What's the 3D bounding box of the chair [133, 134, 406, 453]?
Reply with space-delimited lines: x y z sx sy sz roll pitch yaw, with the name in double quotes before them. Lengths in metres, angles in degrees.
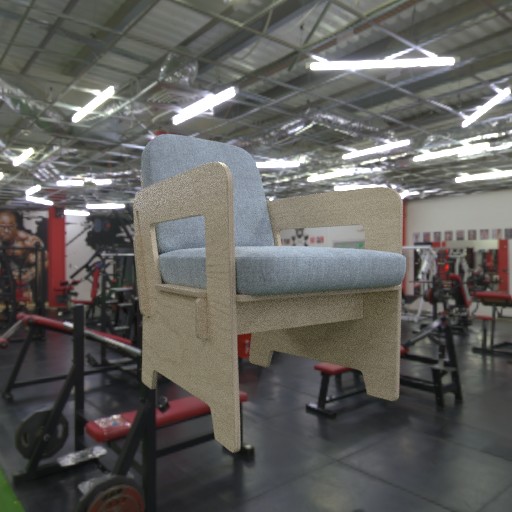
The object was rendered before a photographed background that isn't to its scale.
"chair" 0.000 0.000 1.289 0.590 0.800 0.710 0 0 -37
